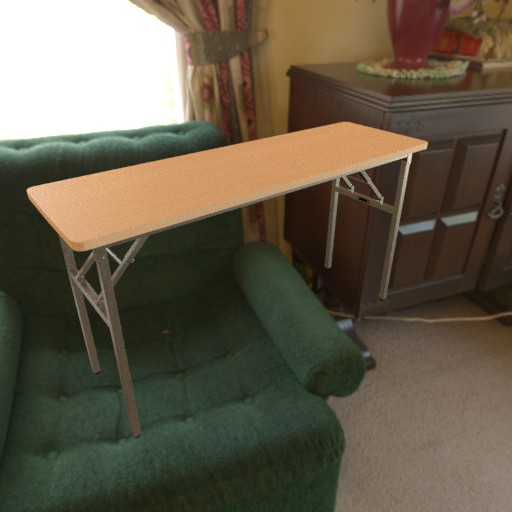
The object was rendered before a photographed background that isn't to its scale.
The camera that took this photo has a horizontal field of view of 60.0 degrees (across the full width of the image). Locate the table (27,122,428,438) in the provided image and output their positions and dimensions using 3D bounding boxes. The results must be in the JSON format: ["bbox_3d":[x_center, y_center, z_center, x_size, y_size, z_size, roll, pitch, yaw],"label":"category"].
[{"bbox_3d":[0.000,0.000,1.720,1.397,0.750,0.446,-21,36,-32],"label":"table"}]
